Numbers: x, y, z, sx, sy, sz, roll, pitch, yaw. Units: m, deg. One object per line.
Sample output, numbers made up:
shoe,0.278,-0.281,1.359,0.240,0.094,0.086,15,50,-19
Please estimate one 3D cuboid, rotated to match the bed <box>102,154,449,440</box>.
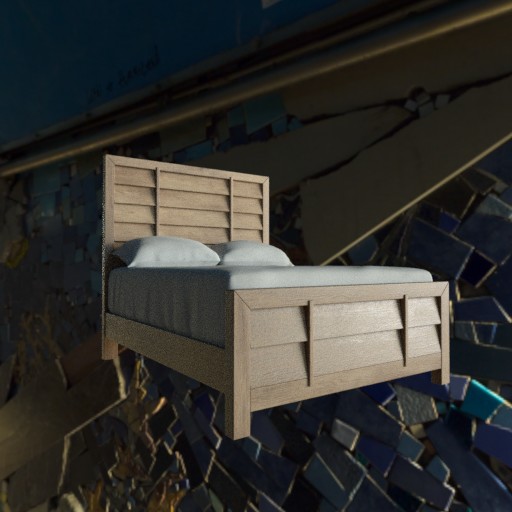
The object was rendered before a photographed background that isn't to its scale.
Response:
bed,0.000,0.000,3.198,1.615,1.631,2.017,1,-1,-35
